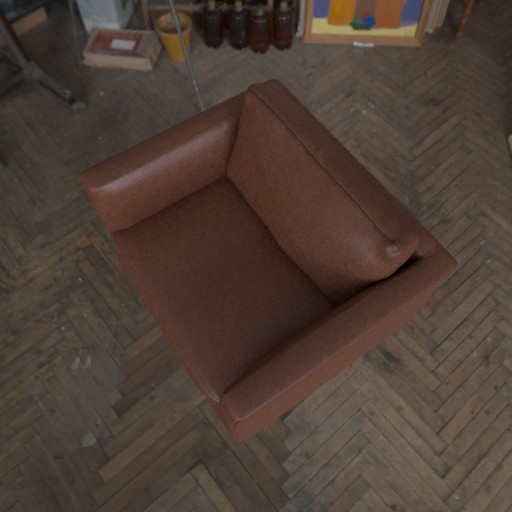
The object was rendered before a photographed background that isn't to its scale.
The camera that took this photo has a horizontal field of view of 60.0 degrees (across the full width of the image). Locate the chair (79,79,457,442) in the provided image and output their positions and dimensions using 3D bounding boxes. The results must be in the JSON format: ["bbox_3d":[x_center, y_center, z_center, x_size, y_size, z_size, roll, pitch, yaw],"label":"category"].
[{"bbox_3d":[0.000,0.000,1.839,0.959,0.917,1.107,-31,67,-15],"label":"chair"}]
